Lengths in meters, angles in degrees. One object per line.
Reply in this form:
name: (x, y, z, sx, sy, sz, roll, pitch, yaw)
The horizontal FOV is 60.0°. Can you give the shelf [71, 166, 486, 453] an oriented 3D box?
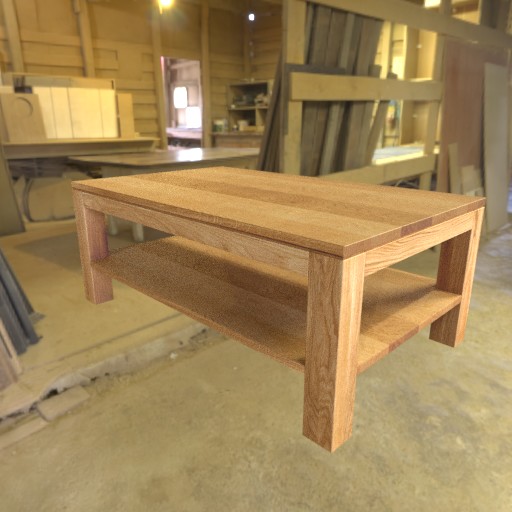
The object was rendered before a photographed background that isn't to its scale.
shelf: (0.000, 0.000, 1.480, 0.700, 0.450, 1.150, -17, 24, -42)
